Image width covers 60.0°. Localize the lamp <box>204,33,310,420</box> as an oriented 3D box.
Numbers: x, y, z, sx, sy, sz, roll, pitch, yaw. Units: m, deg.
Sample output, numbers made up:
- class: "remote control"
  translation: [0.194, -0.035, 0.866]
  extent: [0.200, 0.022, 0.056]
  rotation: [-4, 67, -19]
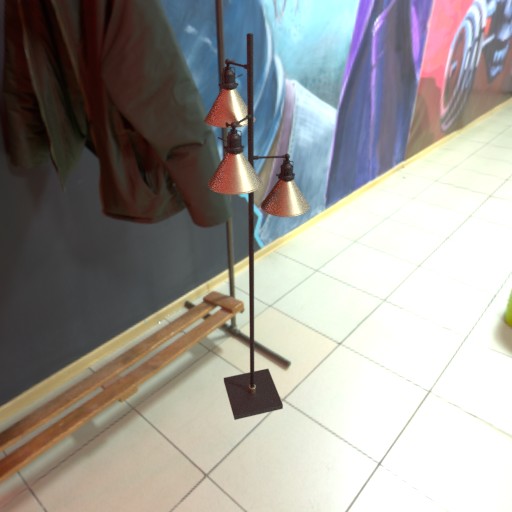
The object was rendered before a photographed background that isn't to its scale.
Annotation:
- class: "lamp"
  translation: [0.000, 0.000, 1.897]
  extent: [0.415, 1.716, 0.428]
  rotation: [-9, 34, -13]
